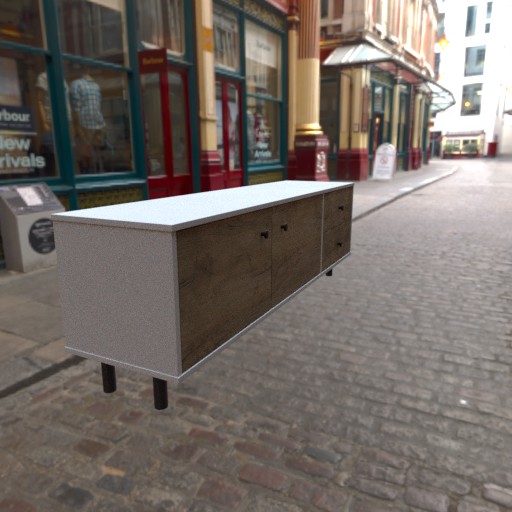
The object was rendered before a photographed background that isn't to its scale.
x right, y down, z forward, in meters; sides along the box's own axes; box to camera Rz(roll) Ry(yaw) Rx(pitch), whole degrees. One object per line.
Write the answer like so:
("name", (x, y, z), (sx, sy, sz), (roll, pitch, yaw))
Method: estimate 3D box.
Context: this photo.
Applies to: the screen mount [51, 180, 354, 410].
("screen mount", (0.000, 0.000, 1.845), (0.418, 0.520, 1.600), (7, 15, 26))
